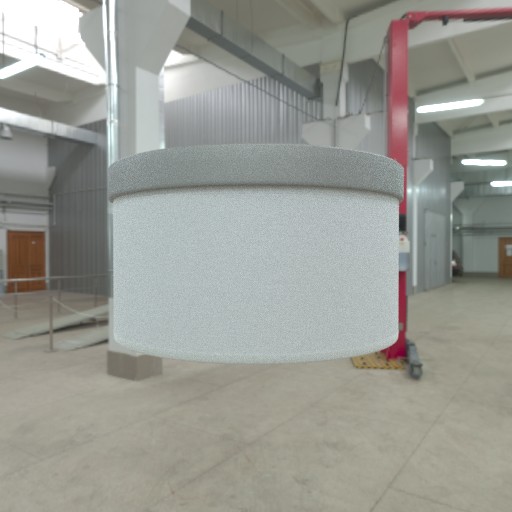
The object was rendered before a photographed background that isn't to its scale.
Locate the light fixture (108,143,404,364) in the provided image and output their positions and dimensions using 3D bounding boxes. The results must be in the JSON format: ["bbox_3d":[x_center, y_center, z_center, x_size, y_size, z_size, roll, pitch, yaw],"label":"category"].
[{"bbox_3d":[0.000,0.000,0.623,0.393,0.229,0.393,0,1,0],"label":"light fixture"}]
